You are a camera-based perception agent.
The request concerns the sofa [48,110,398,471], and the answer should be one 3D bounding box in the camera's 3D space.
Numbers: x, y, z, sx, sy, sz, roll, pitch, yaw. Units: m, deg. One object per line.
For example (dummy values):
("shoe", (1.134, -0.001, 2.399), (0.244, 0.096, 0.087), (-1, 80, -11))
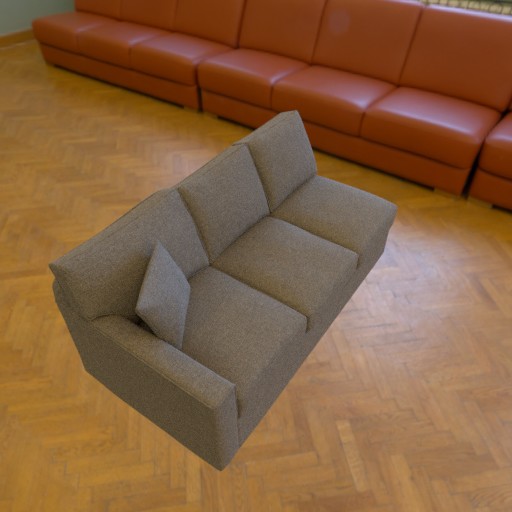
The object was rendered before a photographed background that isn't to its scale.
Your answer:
("sofa", (0.000, 0.000, 2.616), (1.034, 0.946, 1.963), (25, 48, 25))
